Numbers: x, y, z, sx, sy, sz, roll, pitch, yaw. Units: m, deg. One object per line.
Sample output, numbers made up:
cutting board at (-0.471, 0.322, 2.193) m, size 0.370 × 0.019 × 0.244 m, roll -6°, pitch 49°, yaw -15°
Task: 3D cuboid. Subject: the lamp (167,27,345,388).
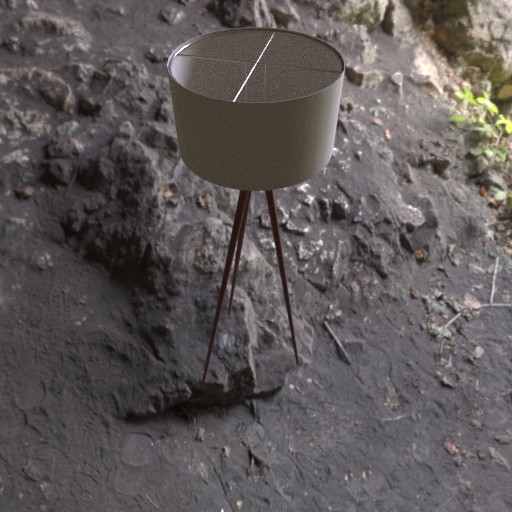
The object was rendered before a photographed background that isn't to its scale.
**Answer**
lamp at (0.000, 0.000, 1.772) m, size 0.483 × 1.553 × 0.483 m, roll 10°, pitch 47°, yaw 10°
